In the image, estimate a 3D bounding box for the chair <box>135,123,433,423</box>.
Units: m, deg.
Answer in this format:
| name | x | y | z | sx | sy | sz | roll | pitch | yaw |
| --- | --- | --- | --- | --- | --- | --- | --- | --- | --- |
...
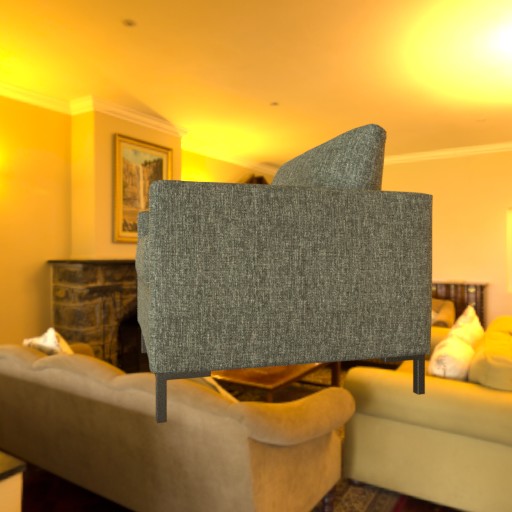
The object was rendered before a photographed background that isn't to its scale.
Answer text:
| name | x | y | z | sx | sy | sz | roll | pitch | yaw |
| --- | --- | --- | --- | --- | --- | --- | --- | --- | --- |
| chair | 0.000 | 0.000 | 1.675 | 0.866 | 0.861 | 0.963 | 0 | 0 | -17 |
